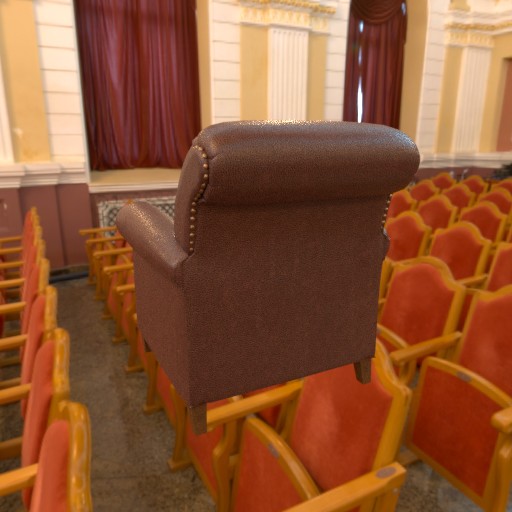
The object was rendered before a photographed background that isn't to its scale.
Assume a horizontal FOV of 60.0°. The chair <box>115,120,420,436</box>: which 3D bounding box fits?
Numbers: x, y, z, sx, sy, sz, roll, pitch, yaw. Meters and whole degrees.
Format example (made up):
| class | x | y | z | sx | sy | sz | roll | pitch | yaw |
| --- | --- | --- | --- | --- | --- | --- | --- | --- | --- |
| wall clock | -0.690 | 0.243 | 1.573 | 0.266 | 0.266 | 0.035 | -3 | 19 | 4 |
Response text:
| class | x | y | z | sx | sy | sz | roll | pitch | yaw |
| --- | --- | --- | --- | --- | --- | --- | --- | --- | --- |
| chair | 0.000 | 0.000 | 1.621 | 0.854 | 0.927 | 0.890 | -7 | 17 | -26 |
